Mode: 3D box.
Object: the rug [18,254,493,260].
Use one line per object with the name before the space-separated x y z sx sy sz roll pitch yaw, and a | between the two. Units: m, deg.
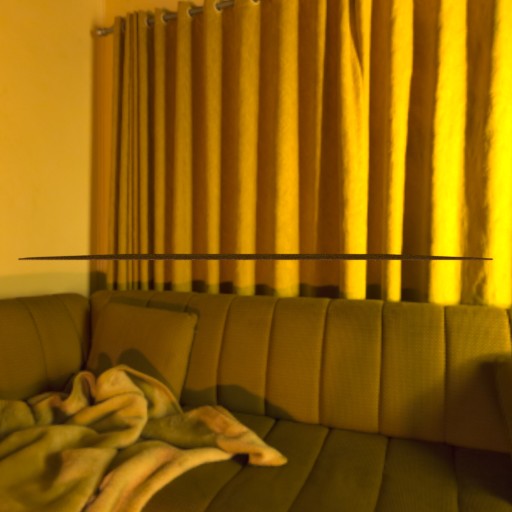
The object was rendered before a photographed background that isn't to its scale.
rug | 0.000 0.000 2.861 2.214 0.013 1.609 0 1 1
